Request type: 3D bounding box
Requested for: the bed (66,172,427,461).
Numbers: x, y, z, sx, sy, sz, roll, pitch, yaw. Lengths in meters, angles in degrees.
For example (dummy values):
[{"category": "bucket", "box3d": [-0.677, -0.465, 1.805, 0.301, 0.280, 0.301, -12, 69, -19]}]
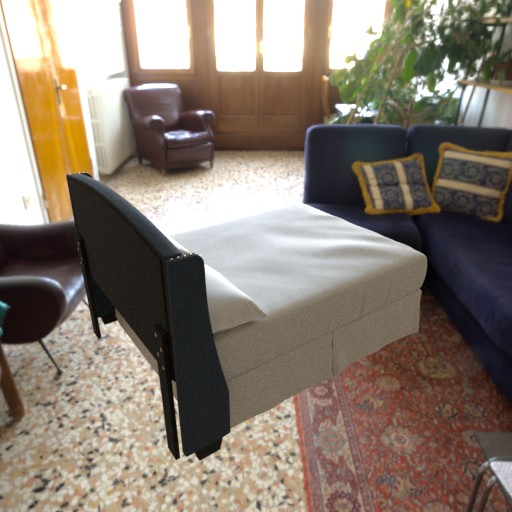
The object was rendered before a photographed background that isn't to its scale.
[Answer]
[{"category": "bed", "box3d": [0.000, 0.000, 3.417, 2.237, 1.407, 1.710, -18, 31, -31]}]
